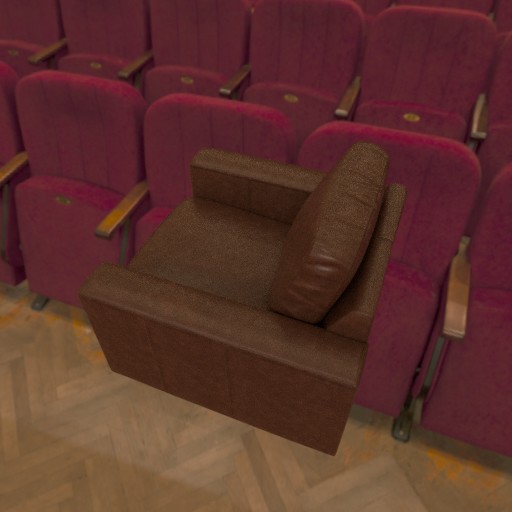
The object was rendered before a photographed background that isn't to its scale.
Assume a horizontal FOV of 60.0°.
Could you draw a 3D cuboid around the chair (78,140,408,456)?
[{"bbox_3d":[0.000,0.000,1.797,1.016,0.873,1.005,16,47,15],"label":"chair"}]
